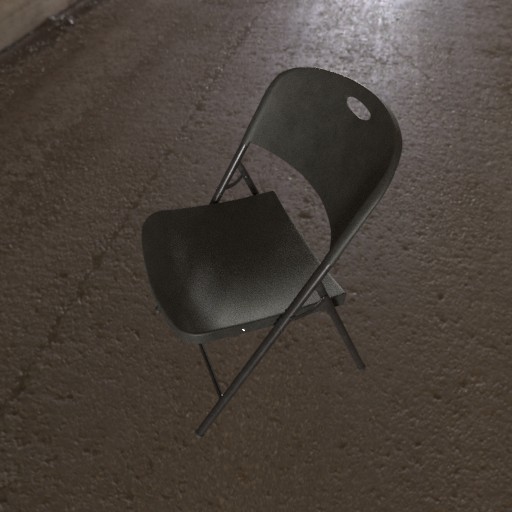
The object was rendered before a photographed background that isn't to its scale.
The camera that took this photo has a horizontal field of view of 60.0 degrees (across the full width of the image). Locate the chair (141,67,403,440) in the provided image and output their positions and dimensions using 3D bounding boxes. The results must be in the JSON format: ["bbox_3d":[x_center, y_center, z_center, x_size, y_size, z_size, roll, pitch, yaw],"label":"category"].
[{"bbox_3d":[0.000,0.000,1.174,0.566,0.810,0.494,-17,50,-15],"label":"chair"}]
